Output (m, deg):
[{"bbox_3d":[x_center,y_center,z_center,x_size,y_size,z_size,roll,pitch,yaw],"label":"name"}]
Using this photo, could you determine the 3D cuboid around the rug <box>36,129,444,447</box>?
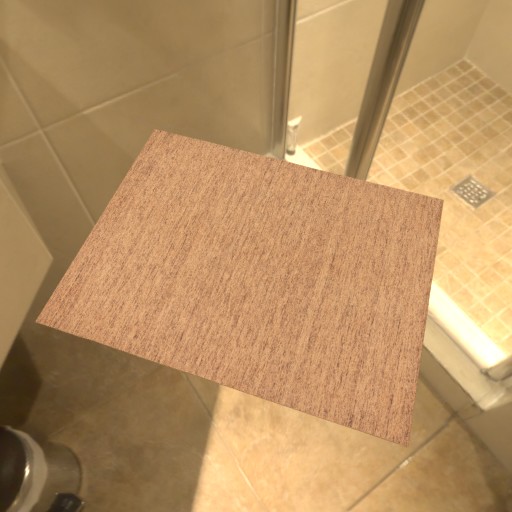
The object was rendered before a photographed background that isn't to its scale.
[{"bbox_3d":[0.000,0.000,4.162,3.205,0.013,2.448,16,61,9],"label":"rug"}]
